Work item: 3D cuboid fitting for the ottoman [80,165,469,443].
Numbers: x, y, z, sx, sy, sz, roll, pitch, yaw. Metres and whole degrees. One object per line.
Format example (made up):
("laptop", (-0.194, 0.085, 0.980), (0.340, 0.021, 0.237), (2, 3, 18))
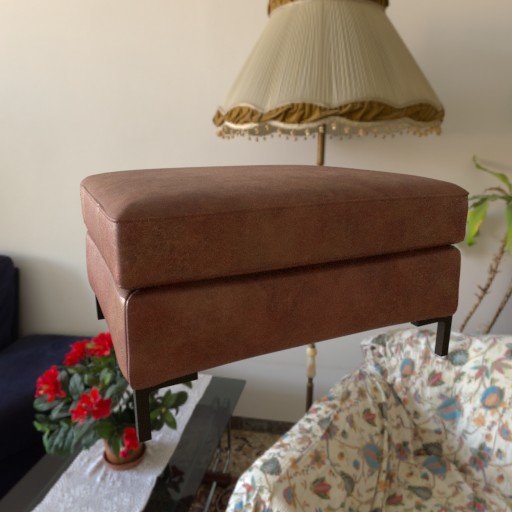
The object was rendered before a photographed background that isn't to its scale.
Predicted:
("ottoman", (0.000, 0.000, 1.728), (1.186, 0.667, 0.965), (-7, 17, -25))
